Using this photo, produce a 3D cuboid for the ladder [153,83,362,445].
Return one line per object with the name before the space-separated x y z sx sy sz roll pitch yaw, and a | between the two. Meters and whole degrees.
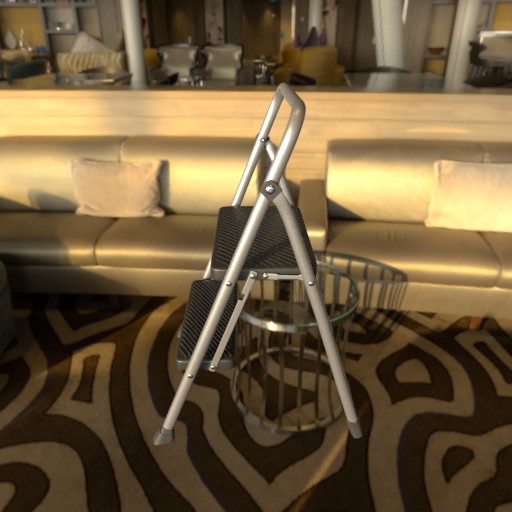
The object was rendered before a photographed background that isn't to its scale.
ladder | 0.000 0.000 1.018 0.472 0.720 0.430 -1 26 -1
